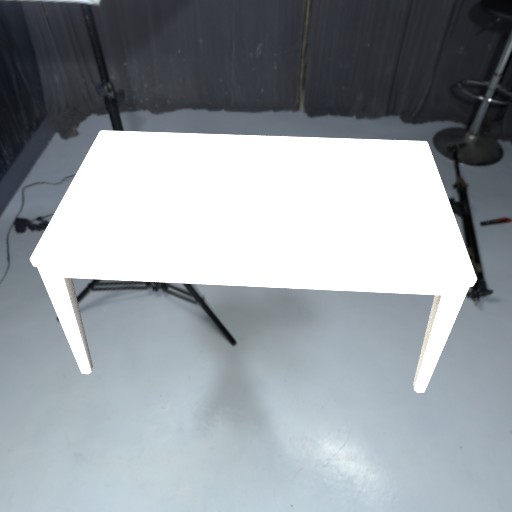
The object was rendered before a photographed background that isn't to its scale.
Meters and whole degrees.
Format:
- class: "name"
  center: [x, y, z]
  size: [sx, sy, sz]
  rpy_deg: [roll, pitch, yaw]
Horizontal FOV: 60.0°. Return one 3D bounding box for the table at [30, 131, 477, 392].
- class: "table"
  center: [0.000, 0.000, 2.080]
  size: [1.600, 0.760, 0.900]
  rpy_deg: [3, 47, 2]
